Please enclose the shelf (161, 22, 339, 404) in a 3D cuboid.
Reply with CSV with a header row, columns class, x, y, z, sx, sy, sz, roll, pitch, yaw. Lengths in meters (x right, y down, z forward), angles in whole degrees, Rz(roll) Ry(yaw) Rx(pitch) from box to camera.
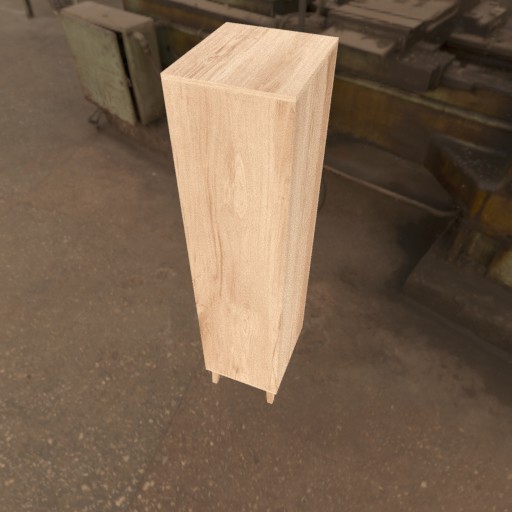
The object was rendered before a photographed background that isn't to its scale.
class,x,y,z,sx,sy,sz,roll,pitch,yaw
shelf,0.000,0.000,2.209,0.450,1.960,0.510,16,47,15
